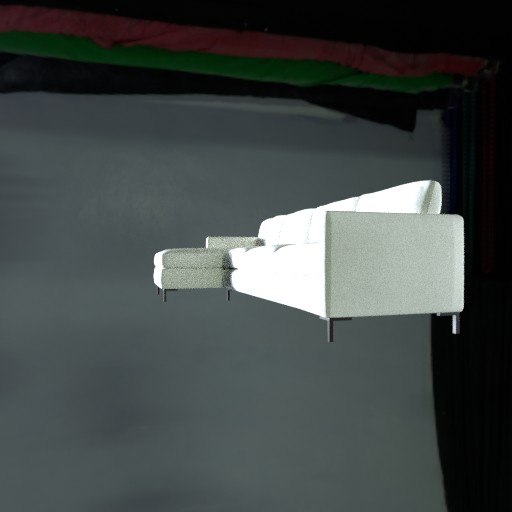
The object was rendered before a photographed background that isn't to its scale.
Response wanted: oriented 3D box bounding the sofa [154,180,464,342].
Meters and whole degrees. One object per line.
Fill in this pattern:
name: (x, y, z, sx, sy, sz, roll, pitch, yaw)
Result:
sofa: (0.000, 0.000, 3.733, 1.467, 0.875, 3.186, 0, 0, -17)
